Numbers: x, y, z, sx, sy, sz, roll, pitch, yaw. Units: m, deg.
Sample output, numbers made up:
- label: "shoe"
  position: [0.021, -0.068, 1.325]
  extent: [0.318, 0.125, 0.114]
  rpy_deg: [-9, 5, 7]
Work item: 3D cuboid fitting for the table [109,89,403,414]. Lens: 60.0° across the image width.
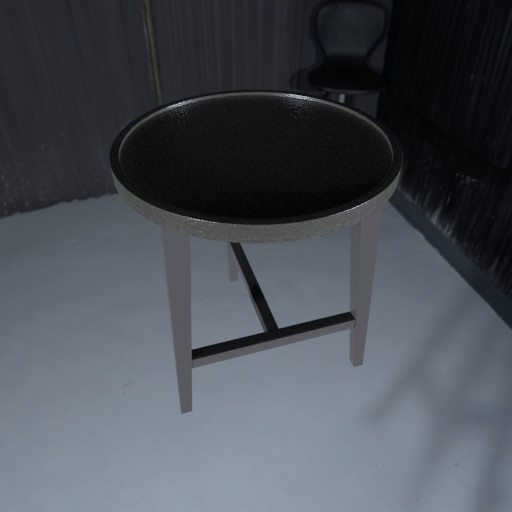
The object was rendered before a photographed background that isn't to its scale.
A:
- label: "table"
  position: [0.000, 0.000, 0.949]
  extent: [0.500, 0.531, 0.500]
  rpy_deg: [0, 40, 0]
